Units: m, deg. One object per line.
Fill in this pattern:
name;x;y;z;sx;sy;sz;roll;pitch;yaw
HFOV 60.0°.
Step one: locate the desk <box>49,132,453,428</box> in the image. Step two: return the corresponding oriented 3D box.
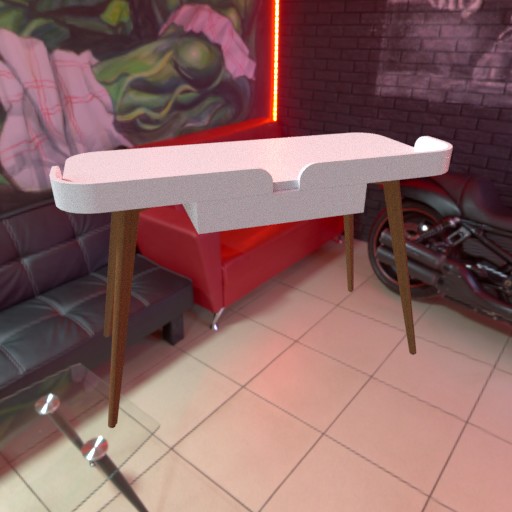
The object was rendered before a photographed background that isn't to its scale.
desk;0.000;0.000;1.606;1.206;0.807;0.534;-9;28;-16
